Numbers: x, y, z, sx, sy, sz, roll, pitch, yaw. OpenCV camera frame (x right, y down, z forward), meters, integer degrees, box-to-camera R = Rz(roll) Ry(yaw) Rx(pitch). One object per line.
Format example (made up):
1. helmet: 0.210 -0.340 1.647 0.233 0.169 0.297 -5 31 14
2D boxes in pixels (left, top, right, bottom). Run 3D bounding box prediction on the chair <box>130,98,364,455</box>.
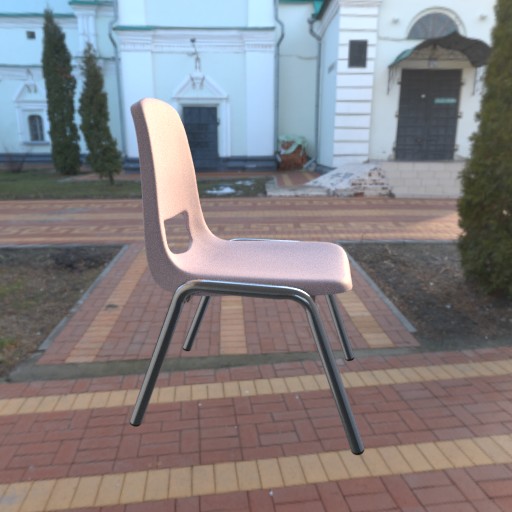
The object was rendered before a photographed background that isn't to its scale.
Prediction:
1. chair: 0.000 0.000 0.865 0.423 0.586 0.354 2 15 9
